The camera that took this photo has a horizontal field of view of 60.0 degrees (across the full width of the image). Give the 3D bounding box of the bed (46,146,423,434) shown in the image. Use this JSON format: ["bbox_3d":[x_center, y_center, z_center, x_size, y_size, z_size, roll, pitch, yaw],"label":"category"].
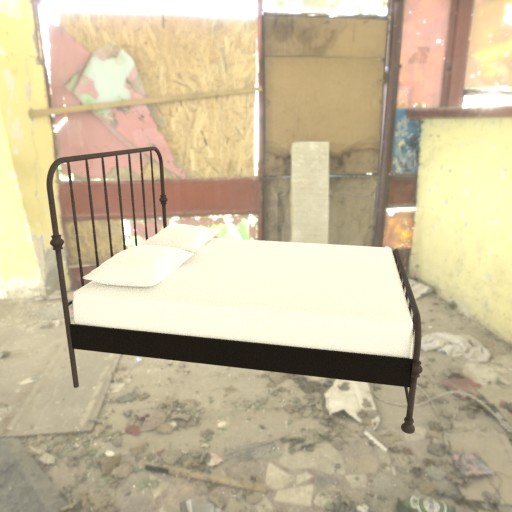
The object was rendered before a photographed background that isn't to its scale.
[{"bbox_3d":[0.000,0.000,3.184,2.134,1.446,1.616,4,17,12],"label":"bed"}]
